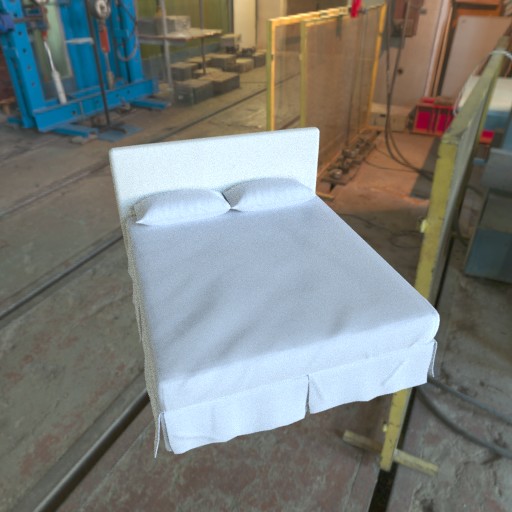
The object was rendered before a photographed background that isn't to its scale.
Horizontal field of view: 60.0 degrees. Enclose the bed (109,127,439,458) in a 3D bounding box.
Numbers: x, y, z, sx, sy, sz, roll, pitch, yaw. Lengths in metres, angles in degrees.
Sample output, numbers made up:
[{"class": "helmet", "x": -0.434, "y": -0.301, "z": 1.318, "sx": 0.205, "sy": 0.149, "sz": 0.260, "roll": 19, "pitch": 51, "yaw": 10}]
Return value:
[{"class": "bed", "x": 0.000, "y": 0.000, "z": 3.656, "sx": 2.119, "sy": 1.317, "sz": 2.341, "roll": -10, "pitch": 34, "yaw": -15}]
